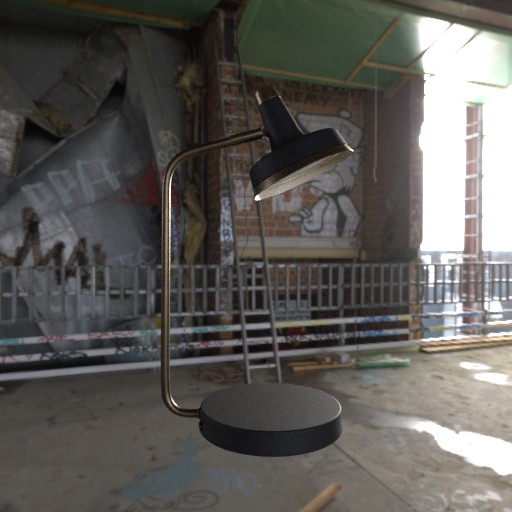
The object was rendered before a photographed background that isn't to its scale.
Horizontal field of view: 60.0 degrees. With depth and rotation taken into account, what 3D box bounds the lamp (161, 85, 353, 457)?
[{"bbox_3d":[0.000,0.000,0.504,0.218,0.385,0.162,0,1,0],"label":"lamp"}]
